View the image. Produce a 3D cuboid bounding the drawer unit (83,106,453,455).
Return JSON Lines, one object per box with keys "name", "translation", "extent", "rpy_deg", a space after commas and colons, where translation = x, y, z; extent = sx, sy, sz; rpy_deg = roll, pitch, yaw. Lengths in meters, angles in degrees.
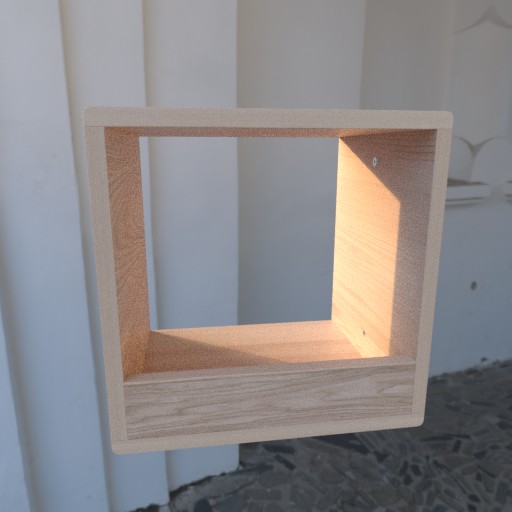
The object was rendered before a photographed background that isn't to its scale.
{"name": "drawer unit", "translation": [0.000, 0.000, 0.583], "extent": [0.344, 0.344, 0.290], "rpy_deg": [-2, 14, -8]}
